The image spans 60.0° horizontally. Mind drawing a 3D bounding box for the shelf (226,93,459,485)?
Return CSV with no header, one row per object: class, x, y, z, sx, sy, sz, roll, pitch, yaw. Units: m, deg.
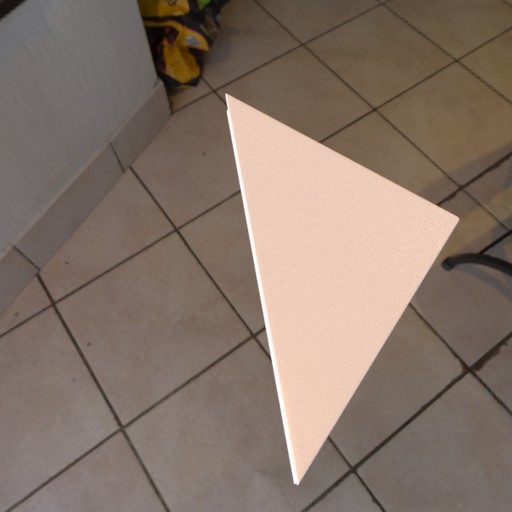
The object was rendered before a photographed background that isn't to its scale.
shelf,0.000,0.000,0.447,0.296,0.035,0.296,33,68,15
